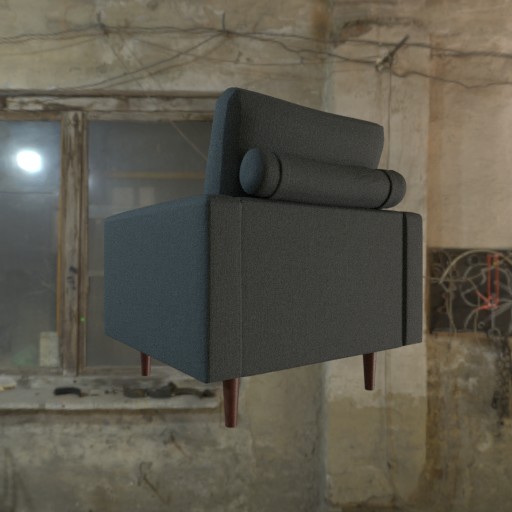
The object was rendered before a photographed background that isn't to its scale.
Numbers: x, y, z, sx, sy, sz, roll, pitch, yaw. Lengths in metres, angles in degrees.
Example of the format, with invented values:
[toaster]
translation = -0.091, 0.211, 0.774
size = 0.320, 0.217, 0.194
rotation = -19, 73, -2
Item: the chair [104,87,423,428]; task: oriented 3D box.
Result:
[chair]
translation = 0.000, 0.000, 1.532
size = 0.821, 0.880, 0.843
rotation = 0, 0, -35
